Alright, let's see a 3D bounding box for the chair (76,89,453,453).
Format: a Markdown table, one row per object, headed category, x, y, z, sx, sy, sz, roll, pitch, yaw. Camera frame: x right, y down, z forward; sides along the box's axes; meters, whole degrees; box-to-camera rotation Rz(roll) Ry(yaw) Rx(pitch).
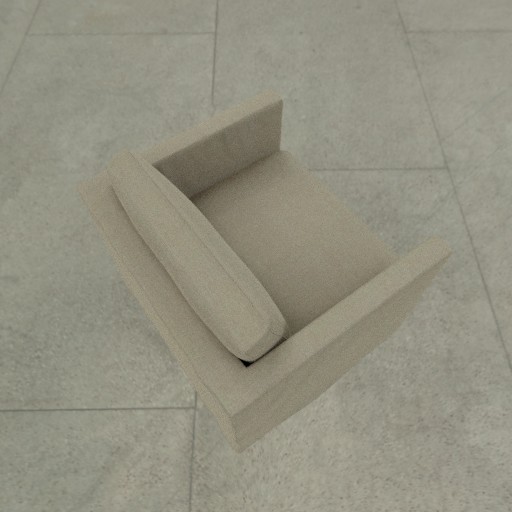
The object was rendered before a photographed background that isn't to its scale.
| category | x | y | z | sx | sy | sz | roll | pitch | yaw |
| --- | --- | --- | --- | --- | --- | --- | --- | --- | --- |
| chair | 0.000 | 0.000 | 1.789 | 0.949 | 0.863 | 1.057 | -32 | 64 | -18 |
